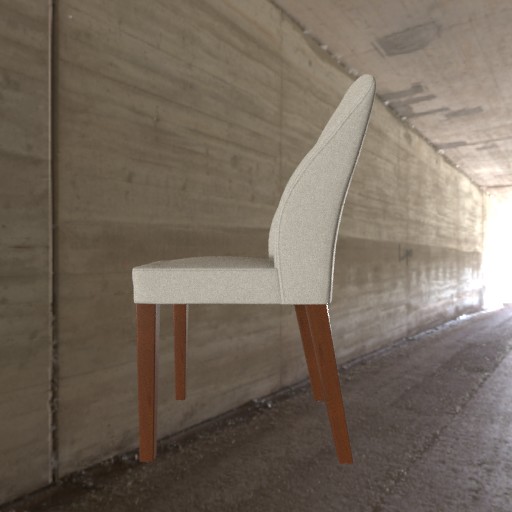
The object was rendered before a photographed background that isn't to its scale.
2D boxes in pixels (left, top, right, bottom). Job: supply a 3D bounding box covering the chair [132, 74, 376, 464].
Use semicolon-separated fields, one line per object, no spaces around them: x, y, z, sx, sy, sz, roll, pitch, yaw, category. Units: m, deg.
0.000;0.000;1.166;0.540;0.893;0.472;0;0;0;chair
